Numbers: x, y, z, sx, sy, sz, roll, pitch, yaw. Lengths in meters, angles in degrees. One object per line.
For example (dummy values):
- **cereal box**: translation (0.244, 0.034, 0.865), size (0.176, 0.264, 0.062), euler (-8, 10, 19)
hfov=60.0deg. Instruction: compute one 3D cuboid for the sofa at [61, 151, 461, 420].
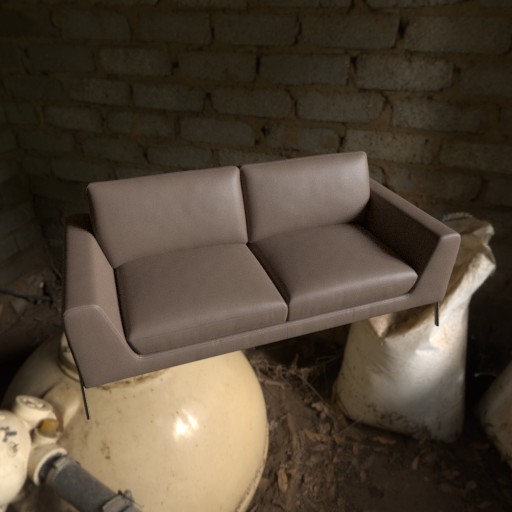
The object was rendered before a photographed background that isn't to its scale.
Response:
- **sofa**: translation (0.000, 0.000, 2.521), size (2.017, 0.875, 0.953), euler (-10, 33, -17)
